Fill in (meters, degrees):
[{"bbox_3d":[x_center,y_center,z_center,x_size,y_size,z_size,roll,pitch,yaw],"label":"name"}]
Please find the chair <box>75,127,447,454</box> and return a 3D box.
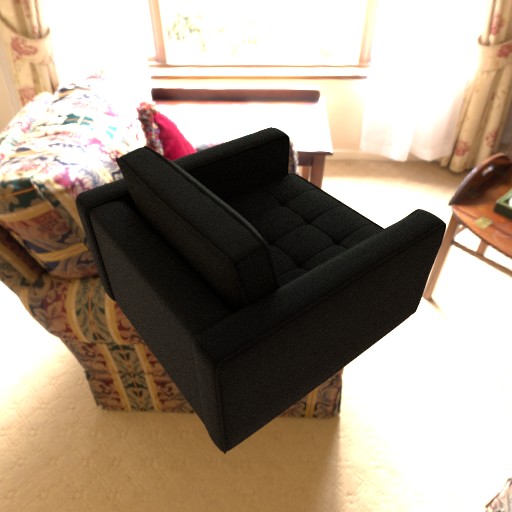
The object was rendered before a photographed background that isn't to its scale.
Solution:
[{"bbox_3d":[0.000,0.000,1.603,0.920,0.770,0.899,-27,48,-27],"label":"chair"}]
